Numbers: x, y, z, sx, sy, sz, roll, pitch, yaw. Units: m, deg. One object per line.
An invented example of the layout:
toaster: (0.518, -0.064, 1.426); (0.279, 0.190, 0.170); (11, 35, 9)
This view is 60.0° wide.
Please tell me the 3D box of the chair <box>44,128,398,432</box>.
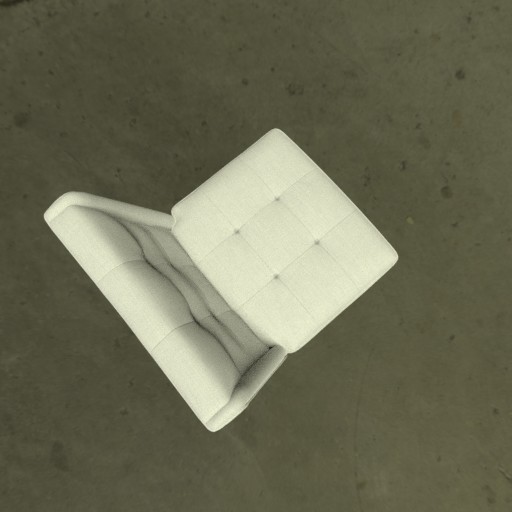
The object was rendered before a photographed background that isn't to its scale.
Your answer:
chair: (0.000, 0.000, 1.294); (0.676, 0.853, 0.569); (-40, 80, -8)
